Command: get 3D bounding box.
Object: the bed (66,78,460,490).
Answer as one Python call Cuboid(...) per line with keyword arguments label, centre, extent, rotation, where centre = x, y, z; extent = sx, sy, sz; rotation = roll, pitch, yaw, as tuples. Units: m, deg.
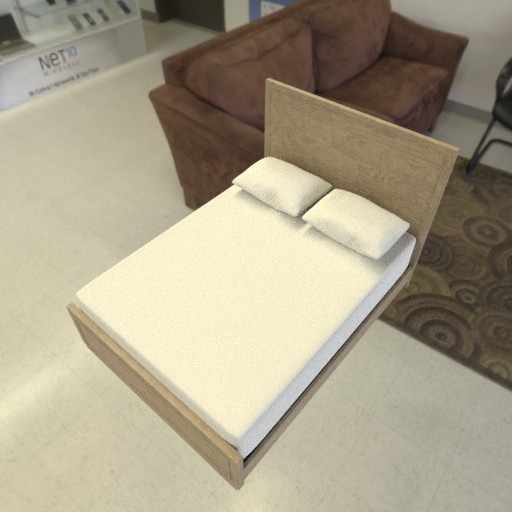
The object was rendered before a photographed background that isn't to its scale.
Cuboid(label="bed", centre=(0.000, 0.000, 3.150), extent=(1.606, 1.369, 2.189), rotation=(32, 54, 27))
